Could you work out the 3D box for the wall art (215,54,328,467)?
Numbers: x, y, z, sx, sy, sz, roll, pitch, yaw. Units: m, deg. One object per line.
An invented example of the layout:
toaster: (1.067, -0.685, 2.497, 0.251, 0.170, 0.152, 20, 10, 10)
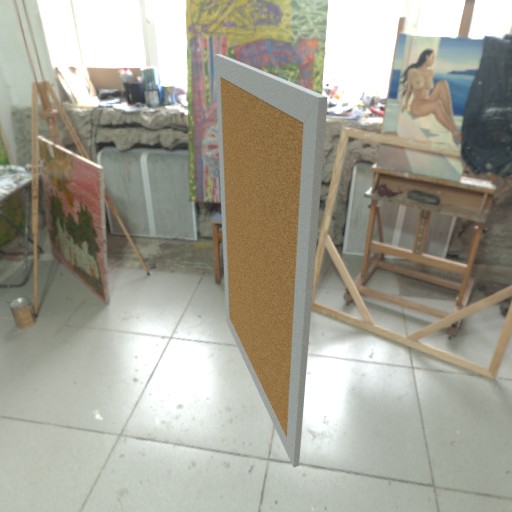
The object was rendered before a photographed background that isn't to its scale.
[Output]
wall art: (0.000, 0.000, 0.843, 0.011, 0.659, 0.454, -10, 32, -17)
